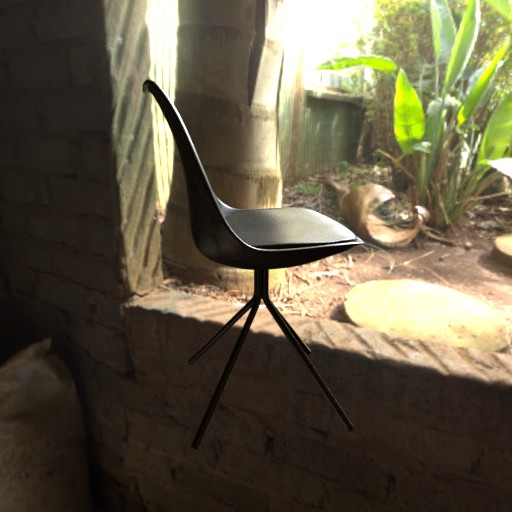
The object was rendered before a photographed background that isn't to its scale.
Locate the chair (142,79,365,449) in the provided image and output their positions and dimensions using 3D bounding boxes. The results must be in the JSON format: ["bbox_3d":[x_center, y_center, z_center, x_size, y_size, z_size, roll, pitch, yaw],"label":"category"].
[{"bbox_3d":[0.000,0.000,1.176,0.525,0.850,0.461,-3,17,-9],"label":"chair"}]
